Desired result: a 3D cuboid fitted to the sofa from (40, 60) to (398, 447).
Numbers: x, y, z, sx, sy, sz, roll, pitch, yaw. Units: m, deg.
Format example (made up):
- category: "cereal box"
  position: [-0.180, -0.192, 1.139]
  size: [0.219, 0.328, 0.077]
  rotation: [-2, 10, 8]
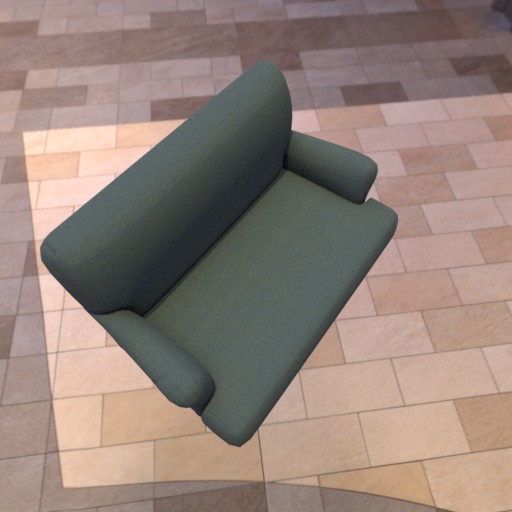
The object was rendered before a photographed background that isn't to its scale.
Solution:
- category: "sofa"
  position: [0.000, 0.000, 1.810]
  size: [0.779, 0.889, 1.297]
  rotation: [32, 63, 19]
